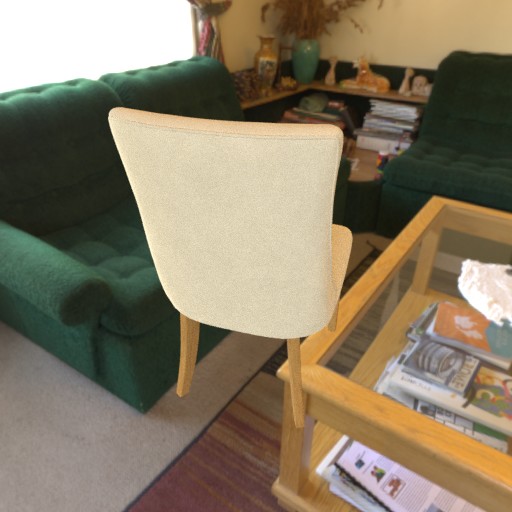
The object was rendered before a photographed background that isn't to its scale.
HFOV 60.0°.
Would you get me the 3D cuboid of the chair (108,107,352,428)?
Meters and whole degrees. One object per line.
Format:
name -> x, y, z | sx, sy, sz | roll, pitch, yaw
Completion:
chair -> 0.000, 0.000, 1.265 | 0.495, 0.902, 0.610 | 9, 33, 15
